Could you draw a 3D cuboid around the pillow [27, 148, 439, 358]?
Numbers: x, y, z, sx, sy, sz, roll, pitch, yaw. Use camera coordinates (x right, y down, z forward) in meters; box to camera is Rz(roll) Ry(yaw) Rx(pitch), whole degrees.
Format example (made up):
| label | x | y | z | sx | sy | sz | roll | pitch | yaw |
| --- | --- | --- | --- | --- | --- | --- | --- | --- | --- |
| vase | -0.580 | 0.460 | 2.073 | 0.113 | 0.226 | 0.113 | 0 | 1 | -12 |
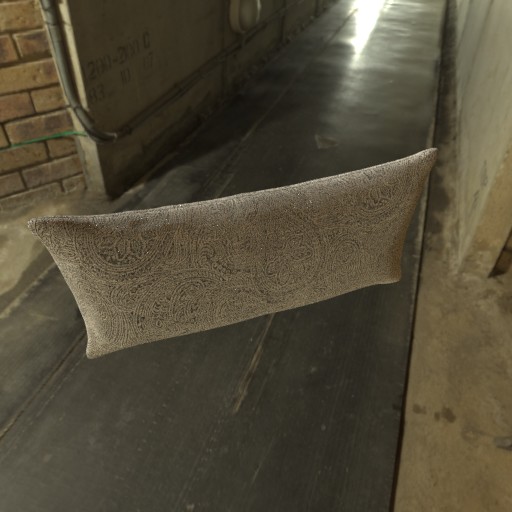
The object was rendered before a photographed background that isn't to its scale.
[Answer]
| label | x | y | z | sx | sy | sz | roll | pitch | yaw |
| --- | --- | --- | --- | --- | --- | --- | --- | --- | --- |
| pillow | 0.000 | 0.000 | 0.733 | 0.615 | 0.295 | 0.151 | -12 | 43 | -14 |
